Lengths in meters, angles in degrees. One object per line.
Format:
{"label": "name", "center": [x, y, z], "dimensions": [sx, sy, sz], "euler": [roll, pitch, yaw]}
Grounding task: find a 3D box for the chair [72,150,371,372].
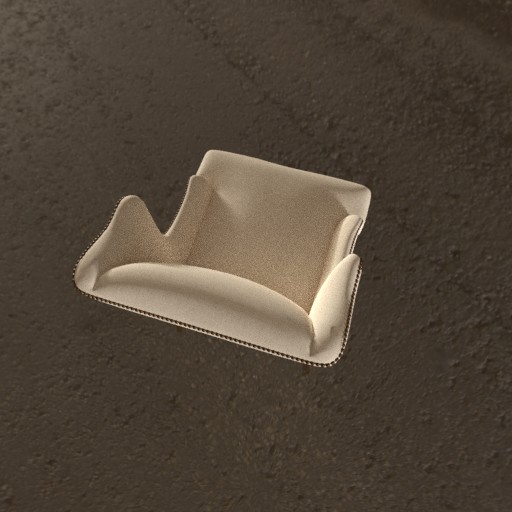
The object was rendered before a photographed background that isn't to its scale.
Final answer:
{"label": "chair", "center": [0.000, 0.000, 1.662], "dimensions": [0.737, 1.029, 0.940], "euler": [15, 63, 8]}
